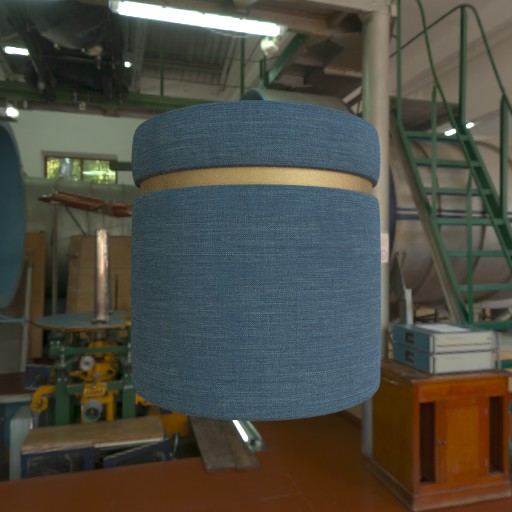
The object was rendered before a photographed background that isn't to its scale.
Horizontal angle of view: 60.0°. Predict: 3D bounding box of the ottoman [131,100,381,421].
[{"bbox_3d":[0.000,0.000,0.733,0.398,0.406,0.398,0,0,0],"label":"ottoman"}]
